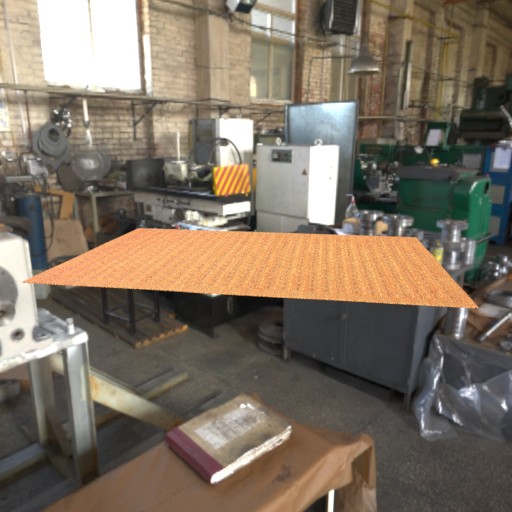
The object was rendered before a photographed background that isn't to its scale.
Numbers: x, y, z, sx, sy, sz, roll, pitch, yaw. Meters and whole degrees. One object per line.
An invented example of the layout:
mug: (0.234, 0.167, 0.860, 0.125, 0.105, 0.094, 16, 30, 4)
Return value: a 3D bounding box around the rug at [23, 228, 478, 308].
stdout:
rug: (0.000, 0.000, 2.216, 1.747, 0.006, 1.143, 2, 15, 9)
